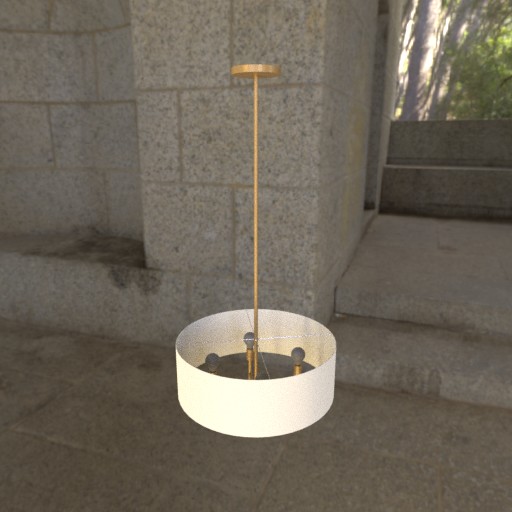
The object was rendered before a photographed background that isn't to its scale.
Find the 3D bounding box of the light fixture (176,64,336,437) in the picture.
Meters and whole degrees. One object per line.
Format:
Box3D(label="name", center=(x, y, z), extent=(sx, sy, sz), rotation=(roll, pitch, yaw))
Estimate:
Box3D(label="light fixture", center=(0.000, 0.000, 1.352), extent=(0.508, 1.067, 0.508), rotation=(0, 15, 0))
